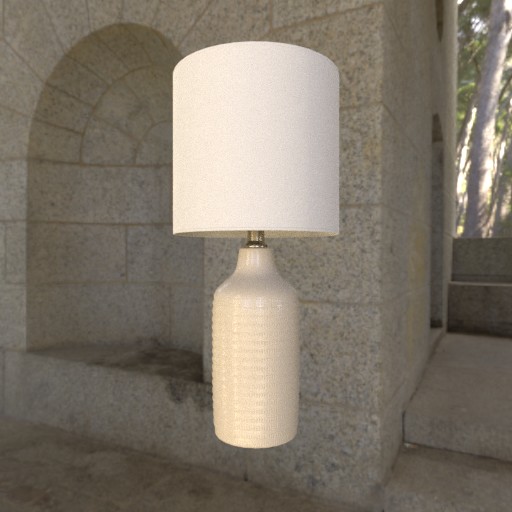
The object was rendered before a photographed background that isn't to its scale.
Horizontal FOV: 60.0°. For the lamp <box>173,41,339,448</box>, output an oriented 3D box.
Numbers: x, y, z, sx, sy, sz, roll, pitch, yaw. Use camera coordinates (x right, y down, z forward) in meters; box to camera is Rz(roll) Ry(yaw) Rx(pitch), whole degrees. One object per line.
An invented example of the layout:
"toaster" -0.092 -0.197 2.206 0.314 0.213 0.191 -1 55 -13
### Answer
"lamp" 0.000 0.000 0.599 0.220 0.475 0.220 0 0 -1
